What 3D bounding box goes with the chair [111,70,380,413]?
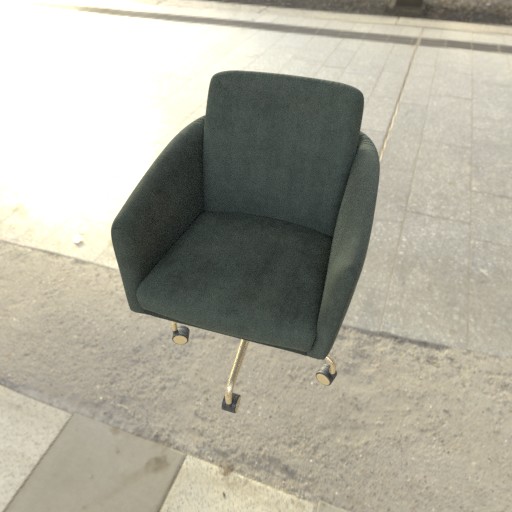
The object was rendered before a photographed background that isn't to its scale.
[{"bbox_3d":[0.000,0.000,1.363,0.641,0.908,0.635,12,43,13],"label":"chair"}]
